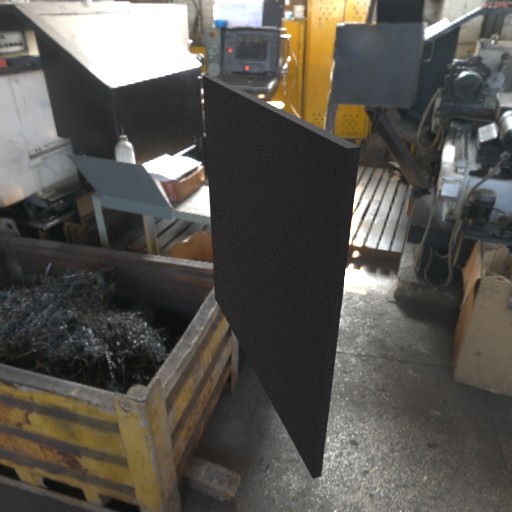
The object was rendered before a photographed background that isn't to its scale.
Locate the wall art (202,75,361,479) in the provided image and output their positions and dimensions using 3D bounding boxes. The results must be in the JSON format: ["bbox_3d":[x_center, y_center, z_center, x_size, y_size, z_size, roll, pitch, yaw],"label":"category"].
[{"bbox_3d":[0.000,0.000,0.677,0.013,0.458,0.456,-11,32,-19],"label":"wall art"}]
